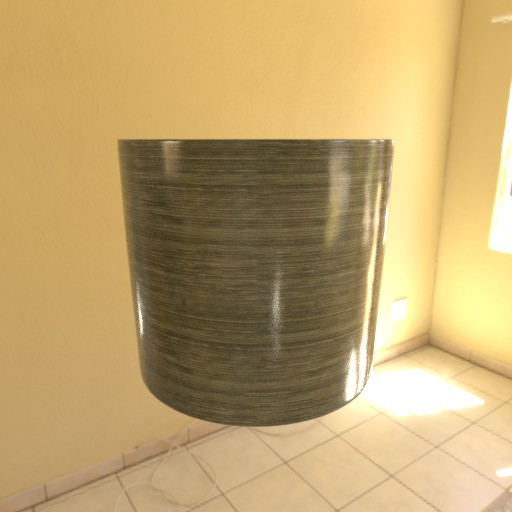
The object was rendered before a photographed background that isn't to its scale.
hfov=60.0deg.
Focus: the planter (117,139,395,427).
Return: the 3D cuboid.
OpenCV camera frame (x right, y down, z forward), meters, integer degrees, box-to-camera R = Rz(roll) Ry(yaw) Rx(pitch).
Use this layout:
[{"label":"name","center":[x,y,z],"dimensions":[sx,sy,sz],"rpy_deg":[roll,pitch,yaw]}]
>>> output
[{"label":"planter","center":[0.000,0.000,0.394],"dimensions":[0.221,0.201,0.221],"rpy_deg":[0,15,0]}]
